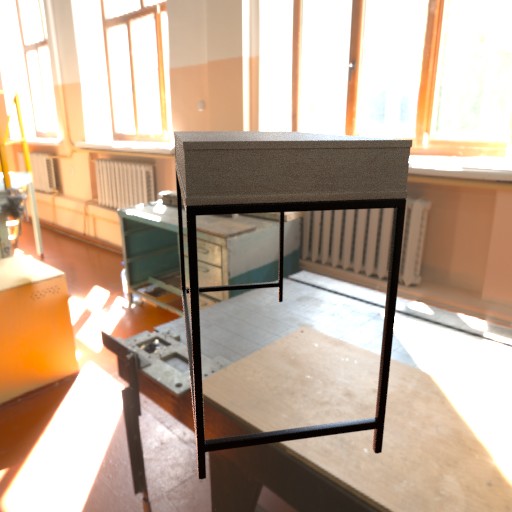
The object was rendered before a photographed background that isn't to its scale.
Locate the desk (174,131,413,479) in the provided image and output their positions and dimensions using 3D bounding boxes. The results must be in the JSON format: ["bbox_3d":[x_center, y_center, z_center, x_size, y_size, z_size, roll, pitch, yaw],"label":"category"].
[{"bbox_3d":[0.000,0.000,1.438,0.470,0.762,1.016,-3,17,-11],"label":"desk"}]
